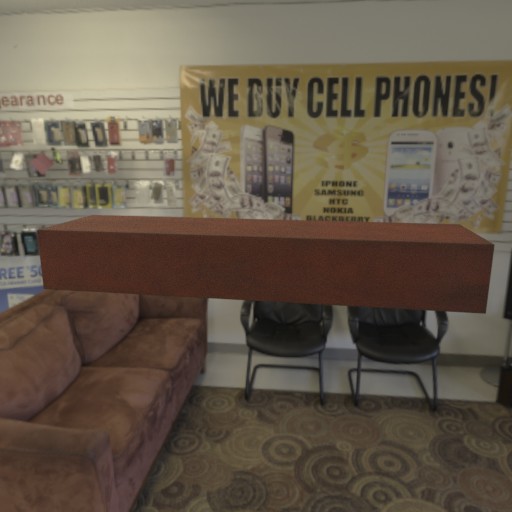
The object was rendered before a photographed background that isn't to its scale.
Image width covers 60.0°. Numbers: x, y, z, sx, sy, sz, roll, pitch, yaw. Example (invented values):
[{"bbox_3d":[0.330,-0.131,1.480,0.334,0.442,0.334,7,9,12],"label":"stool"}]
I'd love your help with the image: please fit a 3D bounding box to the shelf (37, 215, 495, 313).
[{"bbox_3d":[0.000,0.000,0.664,0.607,0.088,0.152,2,14,9],"label":"shelf"}]
